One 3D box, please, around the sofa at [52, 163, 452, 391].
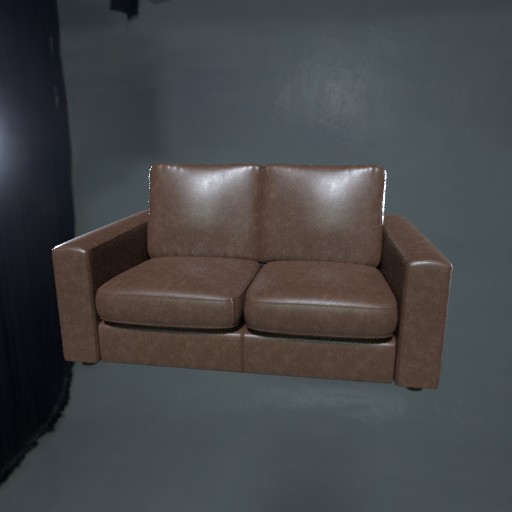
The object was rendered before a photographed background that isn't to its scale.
[{"bbox_3d":[0.000,0.000,2.218,1.616,0.873,1.016,2,15,8],"label":"sofa"}]
